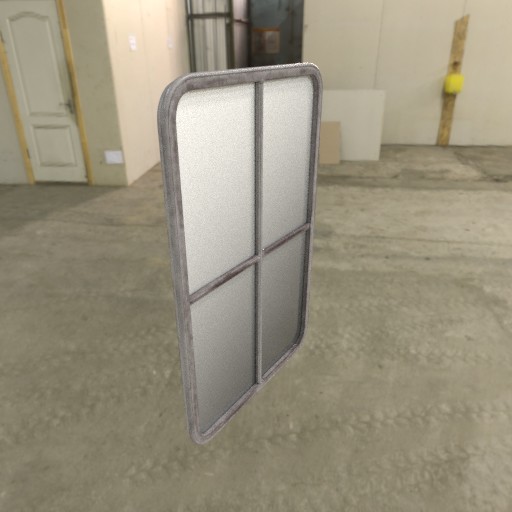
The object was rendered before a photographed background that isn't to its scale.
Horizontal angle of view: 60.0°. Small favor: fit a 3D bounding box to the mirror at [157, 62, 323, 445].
[{"bbox_3d":[0.000,0.000,0.906,0.024,0.713,0.461,17,31,31],"label":"mirror"}]
